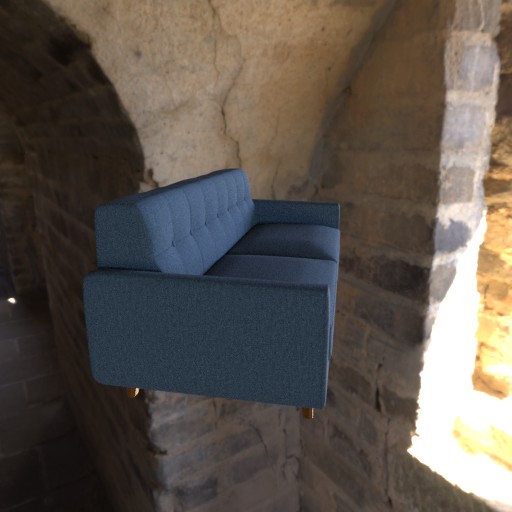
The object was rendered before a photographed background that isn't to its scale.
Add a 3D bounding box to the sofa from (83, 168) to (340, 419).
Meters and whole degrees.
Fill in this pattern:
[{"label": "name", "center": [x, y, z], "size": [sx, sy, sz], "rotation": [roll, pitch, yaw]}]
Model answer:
[{"label": "sofa", "center": [0.000, 0.000, 2.574], "size": [0.942, 0.884, 2.055], "rotation": [3, 16, 11]}]
